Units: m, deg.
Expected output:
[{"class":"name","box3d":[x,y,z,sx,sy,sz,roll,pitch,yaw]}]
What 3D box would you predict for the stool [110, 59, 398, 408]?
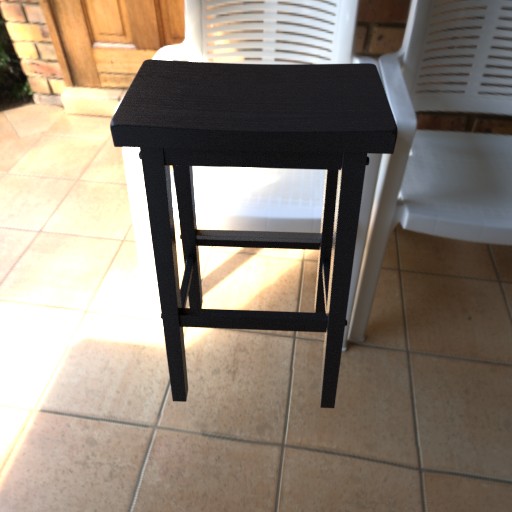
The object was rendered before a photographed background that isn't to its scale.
[{"class":"stool","box3d":[0.000,0.000,0.960,0.406,0.742,0.322,2,46,2]}]
